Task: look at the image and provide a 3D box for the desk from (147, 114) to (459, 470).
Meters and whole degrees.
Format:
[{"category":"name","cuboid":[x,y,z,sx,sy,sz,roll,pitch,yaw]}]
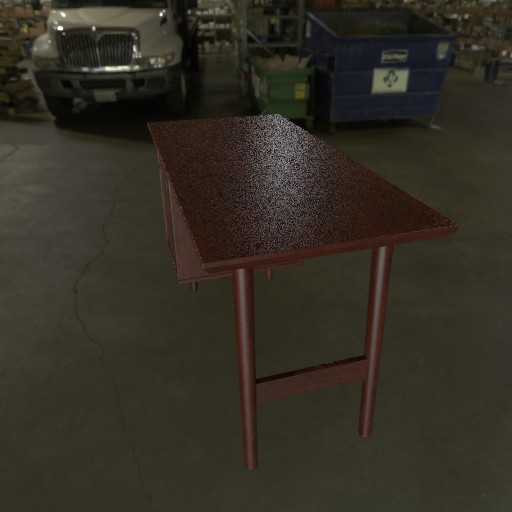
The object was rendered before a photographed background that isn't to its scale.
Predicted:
[{"category":"desk","cuboid":[0.000,0.000,1.683,0.612,0.758,1.277,-9,31,-15]}]
